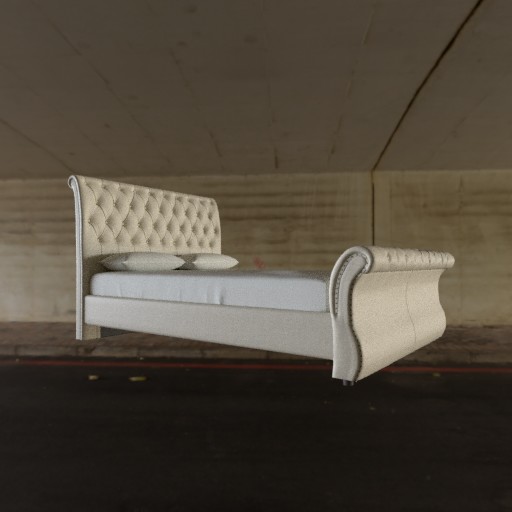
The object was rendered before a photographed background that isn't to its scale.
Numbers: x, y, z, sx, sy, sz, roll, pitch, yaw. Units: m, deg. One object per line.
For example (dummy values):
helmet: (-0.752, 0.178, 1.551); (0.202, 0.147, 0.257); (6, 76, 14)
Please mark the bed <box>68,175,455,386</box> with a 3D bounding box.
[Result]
bed: (0.000, 0.000, 3.375); (2.493, 1.268, 1.606); (-1, -1, 36)
